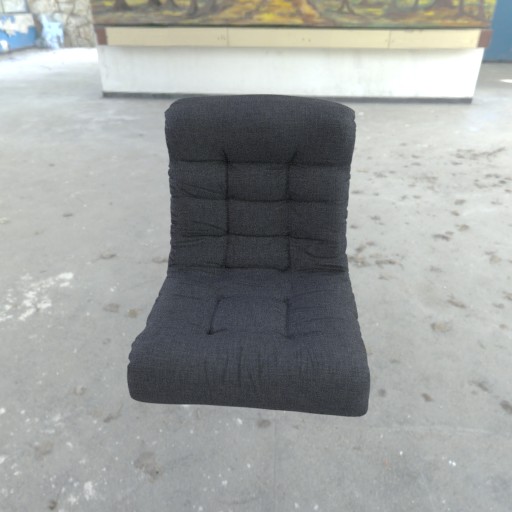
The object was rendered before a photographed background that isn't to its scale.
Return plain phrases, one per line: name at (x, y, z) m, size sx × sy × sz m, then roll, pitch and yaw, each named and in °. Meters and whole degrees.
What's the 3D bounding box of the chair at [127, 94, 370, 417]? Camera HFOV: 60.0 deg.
chair at (0.000, 0.000, 1.230) m, size 0.597 × 0.749 × 0.668 m, roll 2°, pitch 30°, yaw 3°
